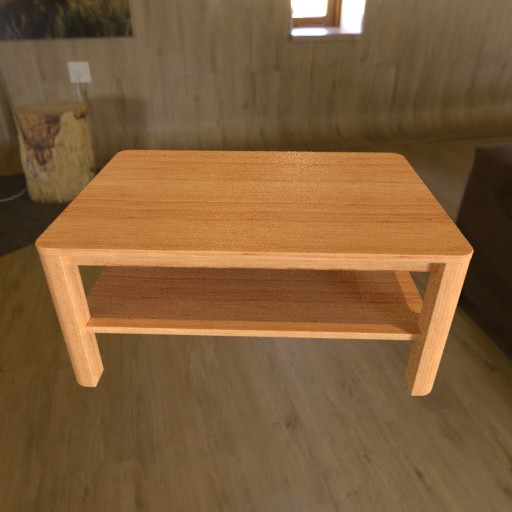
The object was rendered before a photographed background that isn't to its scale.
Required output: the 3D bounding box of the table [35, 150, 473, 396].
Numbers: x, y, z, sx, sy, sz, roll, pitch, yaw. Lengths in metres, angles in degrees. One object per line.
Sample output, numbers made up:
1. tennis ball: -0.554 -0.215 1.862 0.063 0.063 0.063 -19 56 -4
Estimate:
1. table: 0.000 0.000 1.390 0.997 0.445 0.696 1 31 2
